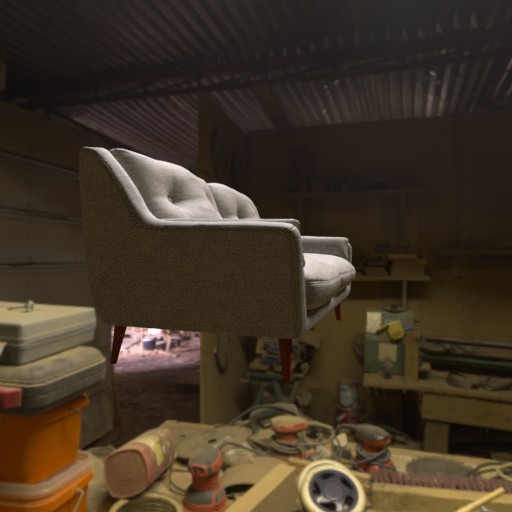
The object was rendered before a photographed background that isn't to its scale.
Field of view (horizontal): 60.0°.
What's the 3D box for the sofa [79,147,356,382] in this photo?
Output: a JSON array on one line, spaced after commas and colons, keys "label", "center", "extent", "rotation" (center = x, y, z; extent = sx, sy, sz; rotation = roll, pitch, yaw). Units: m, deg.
[{"label": "sofa", "center": [0.000, 0.000, 2.447], "extent": [0.976, 0.897, 1.930], "rotation": [0, 0, 17]}]
